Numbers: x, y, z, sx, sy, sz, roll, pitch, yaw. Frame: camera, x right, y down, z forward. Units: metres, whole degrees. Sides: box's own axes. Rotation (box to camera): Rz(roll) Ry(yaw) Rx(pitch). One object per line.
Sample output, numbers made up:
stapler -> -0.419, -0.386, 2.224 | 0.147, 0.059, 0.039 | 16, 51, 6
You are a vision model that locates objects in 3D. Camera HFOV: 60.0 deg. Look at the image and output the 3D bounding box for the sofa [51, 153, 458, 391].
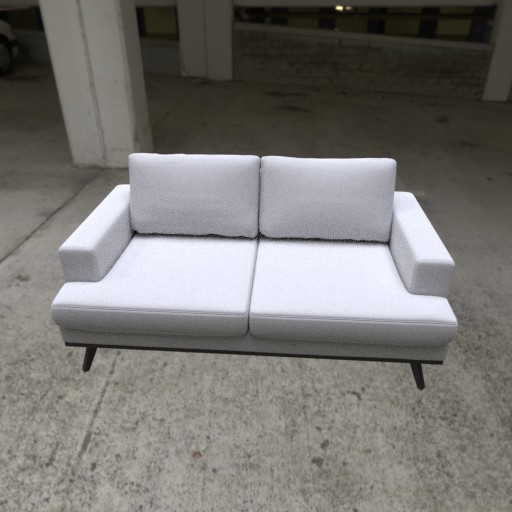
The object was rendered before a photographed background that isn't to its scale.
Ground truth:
sofa -> 0.000, 0.000, 2.137 | 1.650, 0.810, 0.920 | 2, 30, 3
